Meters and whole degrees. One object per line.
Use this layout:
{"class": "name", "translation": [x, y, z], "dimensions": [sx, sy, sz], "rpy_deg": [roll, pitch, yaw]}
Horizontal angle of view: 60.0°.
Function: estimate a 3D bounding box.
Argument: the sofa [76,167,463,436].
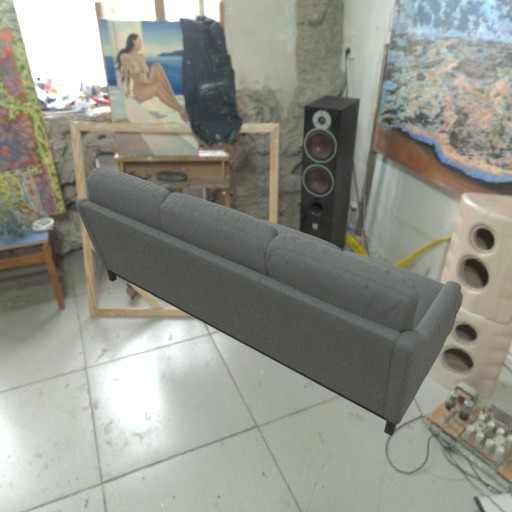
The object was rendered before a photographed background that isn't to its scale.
{"class": "sofa", "translation": [0.000, 0.000, 2.830], "dimensions": [2.344, 0.926, 0.987], "rpy_deg": [22, 38, 31]}
